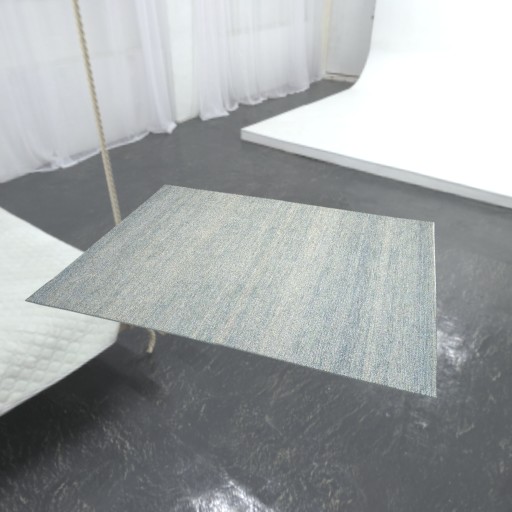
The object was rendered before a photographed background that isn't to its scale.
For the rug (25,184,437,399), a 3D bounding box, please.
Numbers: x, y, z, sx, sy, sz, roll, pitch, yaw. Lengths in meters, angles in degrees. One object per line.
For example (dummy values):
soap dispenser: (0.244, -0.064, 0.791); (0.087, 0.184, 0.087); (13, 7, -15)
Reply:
rug: (0.000, 0.000, 4.204); (3.237, 0.046, 2.461); (10, 34, 15)
